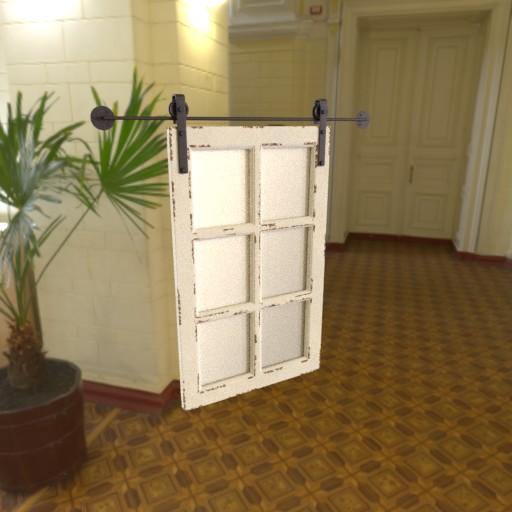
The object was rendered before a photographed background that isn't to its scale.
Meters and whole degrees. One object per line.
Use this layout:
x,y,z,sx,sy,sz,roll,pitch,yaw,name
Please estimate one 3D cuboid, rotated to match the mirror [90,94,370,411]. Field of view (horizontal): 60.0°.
0.000,0.000,1.245,0.808,0.844,0.037,-9,19,-28,mirror
